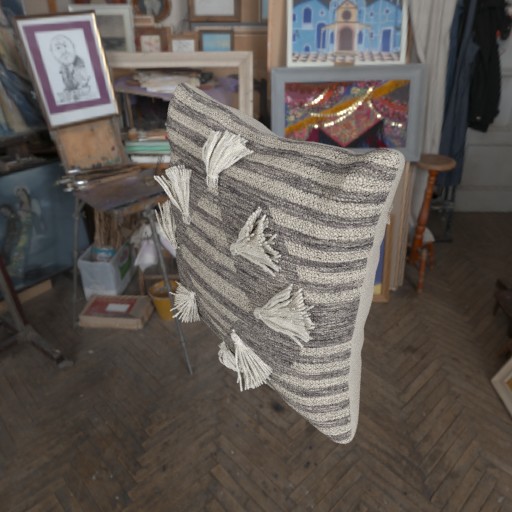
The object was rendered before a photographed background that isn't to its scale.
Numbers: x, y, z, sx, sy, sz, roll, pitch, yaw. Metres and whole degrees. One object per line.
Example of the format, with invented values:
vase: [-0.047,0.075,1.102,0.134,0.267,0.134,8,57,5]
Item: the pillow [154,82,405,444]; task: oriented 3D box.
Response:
pillow: [0.000,0.000,0.753,0.234,0.490,0.484,-21,37,-31]
